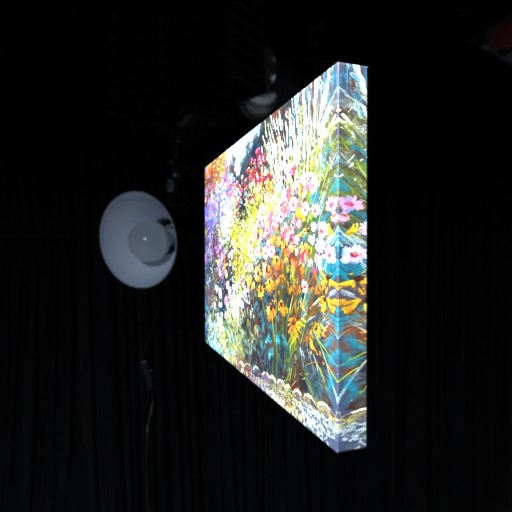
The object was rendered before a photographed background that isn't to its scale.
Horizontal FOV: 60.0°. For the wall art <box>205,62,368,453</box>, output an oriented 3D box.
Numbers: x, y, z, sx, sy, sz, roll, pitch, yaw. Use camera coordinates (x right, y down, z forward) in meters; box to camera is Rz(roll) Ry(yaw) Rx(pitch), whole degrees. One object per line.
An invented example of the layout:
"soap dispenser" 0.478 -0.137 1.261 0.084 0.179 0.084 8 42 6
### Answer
"wall art" 0.000 0.000 0.753 0.037 0.406 0.610 0 0 -20
